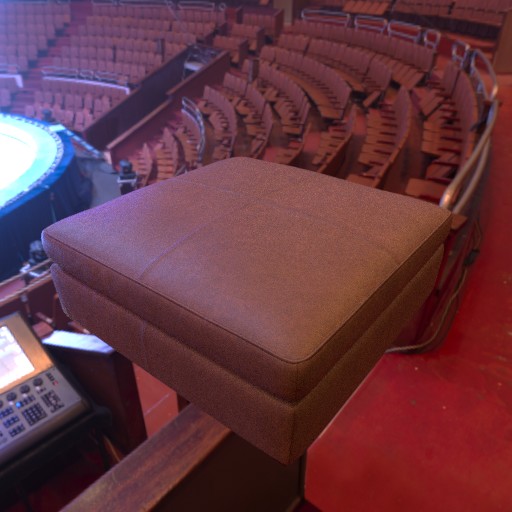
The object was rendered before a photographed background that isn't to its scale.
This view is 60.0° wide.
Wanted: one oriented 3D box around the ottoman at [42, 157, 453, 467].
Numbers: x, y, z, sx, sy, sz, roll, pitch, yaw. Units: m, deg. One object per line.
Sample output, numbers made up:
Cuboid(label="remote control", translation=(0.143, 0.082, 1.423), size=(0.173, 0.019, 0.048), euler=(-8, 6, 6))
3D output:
Cuboid(label="ottoman", translation=(0.000, 0.000, 1.770), size=(1.168, 0.490, 1.168), euler=(22, 36, 33))
